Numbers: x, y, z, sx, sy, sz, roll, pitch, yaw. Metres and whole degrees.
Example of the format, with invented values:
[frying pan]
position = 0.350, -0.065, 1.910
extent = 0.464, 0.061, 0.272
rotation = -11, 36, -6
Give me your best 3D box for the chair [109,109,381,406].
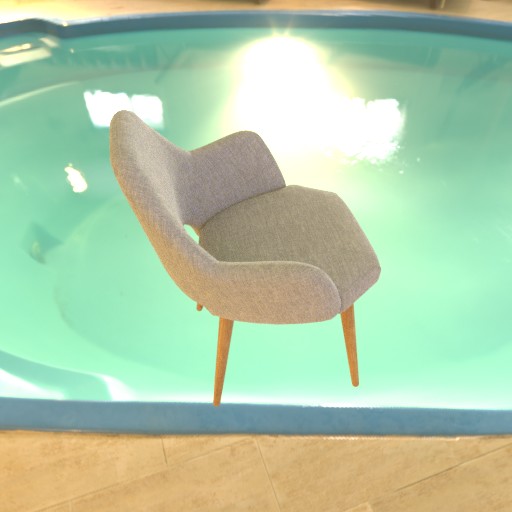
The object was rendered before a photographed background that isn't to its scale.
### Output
[chair]
position = 0.000, 0.000, 1.229
extent = 0.610, 0.840, 0.590
rotation = -9, 46, -9
